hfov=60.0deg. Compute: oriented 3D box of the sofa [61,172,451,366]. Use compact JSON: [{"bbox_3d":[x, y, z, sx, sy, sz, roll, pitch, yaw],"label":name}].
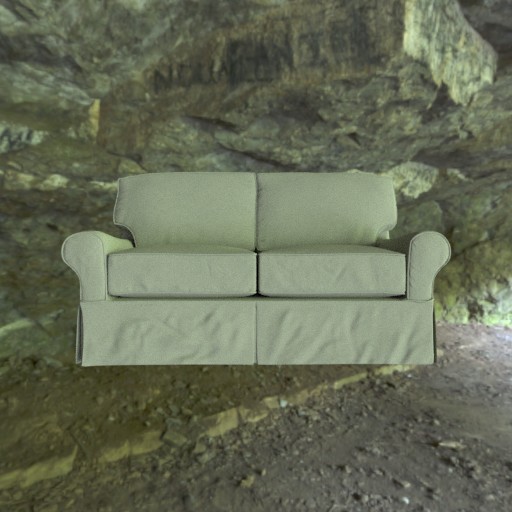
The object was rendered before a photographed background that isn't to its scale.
[{"bbox_3d":[0.000,0.000,2.440,1.823,1.024,0.841,0,-1,-1],"label":"sofa"}]
